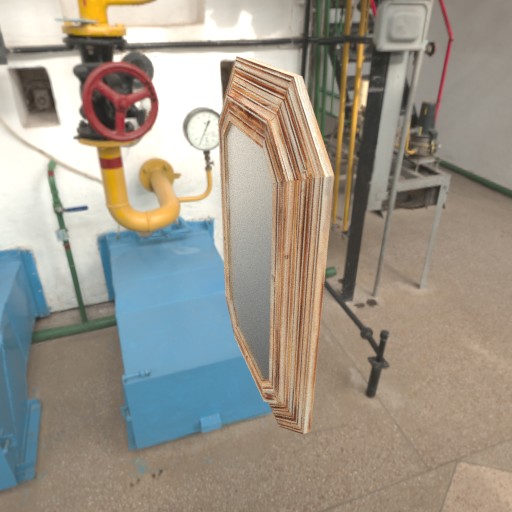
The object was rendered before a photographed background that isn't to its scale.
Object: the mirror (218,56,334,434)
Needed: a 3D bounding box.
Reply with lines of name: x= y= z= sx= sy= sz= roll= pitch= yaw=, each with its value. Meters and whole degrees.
mirror: x=0.000 y=0.000 z=1.274 sx=0.061 sy=1.015 sz=0.709 roll=-10 pitch=31 yaw=-16
